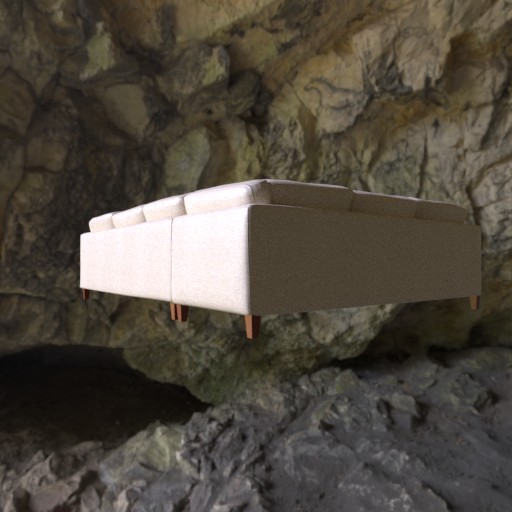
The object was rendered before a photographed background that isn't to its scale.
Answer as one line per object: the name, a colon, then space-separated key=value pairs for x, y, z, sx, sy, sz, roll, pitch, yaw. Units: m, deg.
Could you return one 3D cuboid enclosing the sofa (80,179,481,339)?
sofa: x=0.000 y=0.000 z=4.449 sx=2.593 sy=0.947 sz=3.302 roll=1 pitch=-1 yaw=-37
